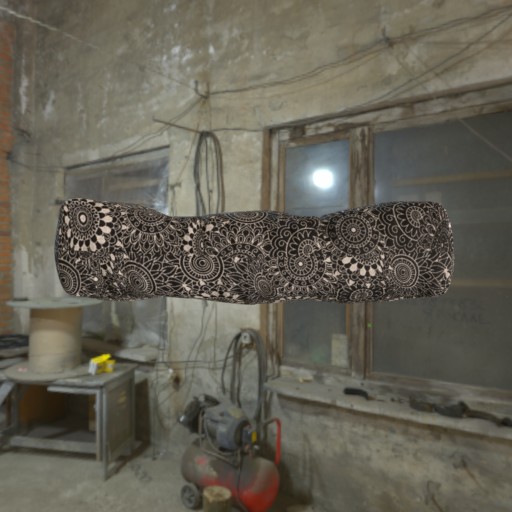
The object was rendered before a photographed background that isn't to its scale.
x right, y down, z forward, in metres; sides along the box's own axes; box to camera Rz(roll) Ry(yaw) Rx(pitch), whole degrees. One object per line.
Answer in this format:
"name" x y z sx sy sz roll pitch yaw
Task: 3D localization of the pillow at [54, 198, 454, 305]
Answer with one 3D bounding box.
"pillow" 0.000 0.000 0.729 0.468 0.128 0.490 0 -1 0
